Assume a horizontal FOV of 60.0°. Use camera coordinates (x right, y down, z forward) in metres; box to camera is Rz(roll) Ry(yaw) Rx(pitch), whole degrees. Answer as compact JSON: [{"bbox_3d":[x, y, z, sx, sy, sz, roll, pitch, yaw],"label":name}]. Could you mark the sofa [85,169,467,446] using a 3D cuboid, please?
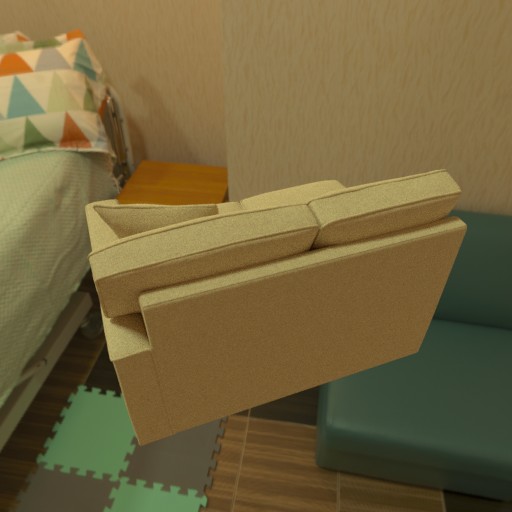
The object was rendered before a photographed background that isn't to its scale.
[{"bbox_3d":[0.000,0.000,2.048,1.388,0.989,0.991,-13,42,-15],"label":"sofa"}]
